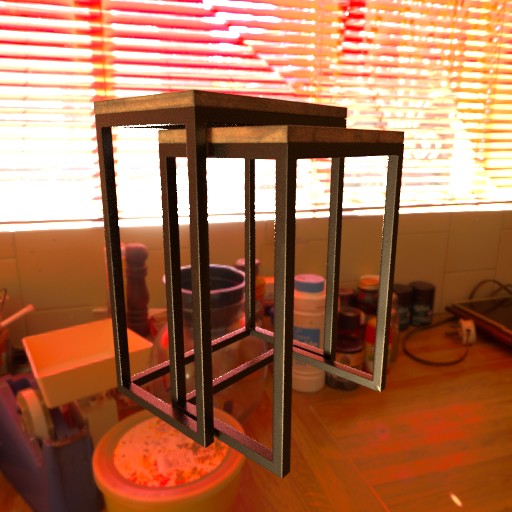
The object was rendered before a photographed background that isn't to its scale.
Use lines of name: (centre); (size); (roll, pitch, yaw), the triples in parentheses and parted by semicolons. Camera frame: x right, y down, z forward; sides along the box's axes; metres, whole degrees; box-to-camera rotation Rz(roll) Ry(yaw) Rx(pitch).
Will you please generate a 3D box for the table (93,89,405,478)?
table: (0.000, 0.000, 0.934); (0.460, 0.615, 0.456); (13, 19, 42)
